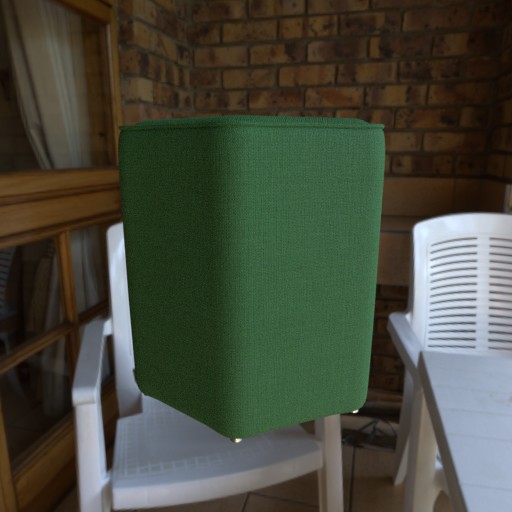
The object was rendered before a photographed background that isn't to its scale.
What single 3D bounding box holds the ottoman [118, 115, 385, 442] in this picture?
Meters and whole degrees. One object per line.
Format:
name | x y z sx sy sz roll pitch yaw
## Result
ottoman | 0.000 0.000 0.878 0.444 0.507 0.499 2 14 8
